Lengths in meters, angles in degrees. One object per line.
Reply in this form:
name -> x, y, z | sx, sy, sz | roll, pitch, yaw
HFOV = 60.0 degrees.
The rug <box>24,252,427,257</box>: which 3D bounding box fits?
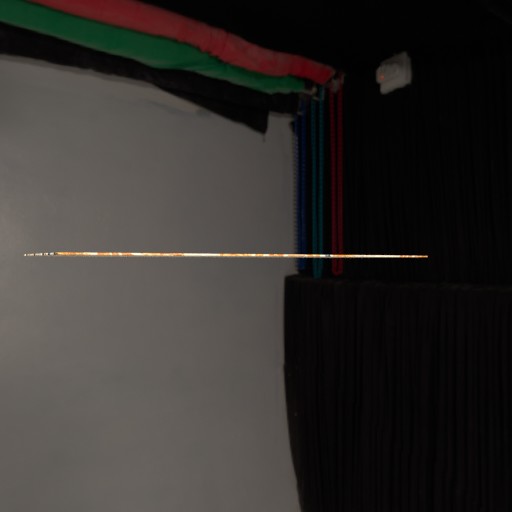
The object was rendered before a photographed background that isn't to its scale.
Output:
rug -> 0.000, 0.000, 2.716 | 2.437, 0.010, 0.783 | 0, -1, -36
